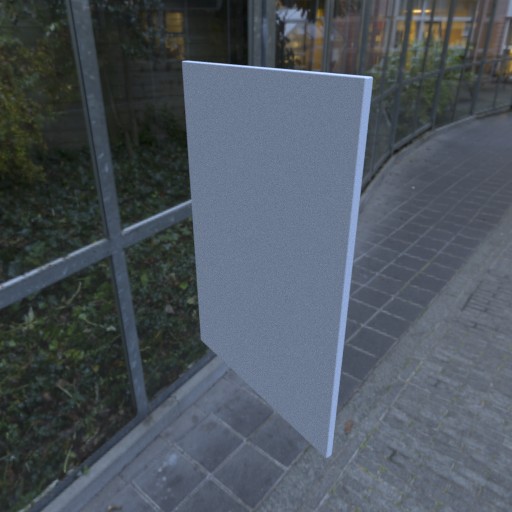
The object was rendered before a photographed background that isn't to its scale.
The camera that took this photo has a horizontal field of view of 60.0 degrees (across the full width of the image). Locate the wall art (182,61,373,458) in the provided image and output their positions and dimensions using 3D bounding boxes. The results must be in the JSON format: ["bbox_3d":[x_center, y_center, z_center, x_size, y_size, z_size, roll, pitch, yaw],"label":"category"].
[{"bbox_3d":[0.000,0.000,0.614,0.011,0.482,0.329,-19,32,-33],"label":"wall art"}]
